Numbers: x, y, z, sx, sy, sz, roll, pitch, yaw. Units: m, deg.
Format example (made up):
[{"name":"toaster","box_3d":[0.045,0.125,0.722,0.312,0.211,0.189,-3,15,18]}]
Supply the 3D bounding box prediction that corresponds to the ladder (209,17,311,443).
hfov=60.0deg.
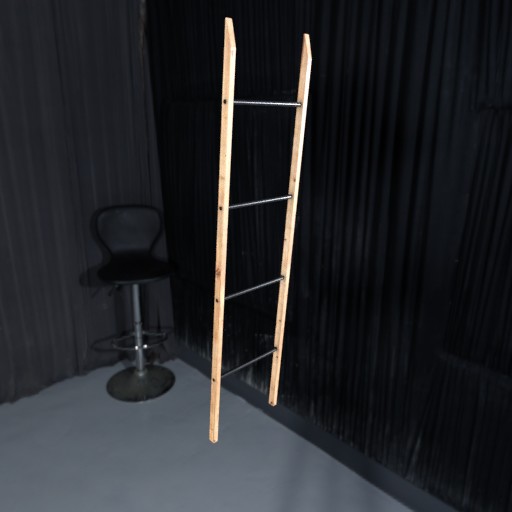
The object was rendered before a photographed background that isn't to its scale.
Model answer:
[{"name":"ladder","box_3d":[0.000,0.000,1.955,0.442,1.805,0.200,-16,23,-42]}]
